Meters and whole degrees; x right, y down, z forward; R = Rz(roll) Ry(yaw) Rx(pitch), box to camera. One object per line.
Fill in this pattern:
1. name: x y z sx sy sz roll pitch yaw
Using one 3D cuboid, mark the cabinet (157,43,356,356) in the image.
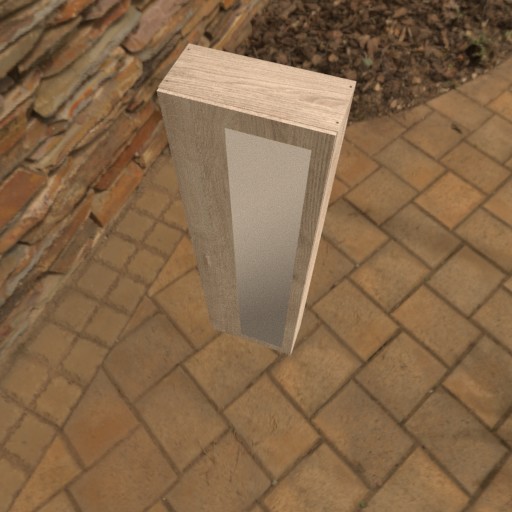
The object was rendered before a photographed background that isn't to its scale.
1. cabinet: 0.000 0.000 1.969 0.500 1.790 0.230 17 61 10
